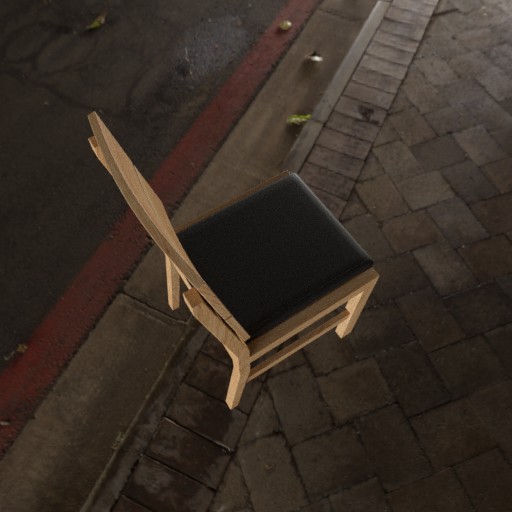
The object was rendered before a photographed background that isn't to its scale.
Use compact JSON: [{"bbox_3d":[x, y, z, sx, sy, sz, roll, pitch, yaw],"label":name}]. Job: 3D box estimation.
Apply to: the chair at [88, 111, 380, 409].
[{"bbox_3d":[0.000,0.000,1.293,0.569,0.950,0.475,-29,64,-16],"label":"chair"}]
